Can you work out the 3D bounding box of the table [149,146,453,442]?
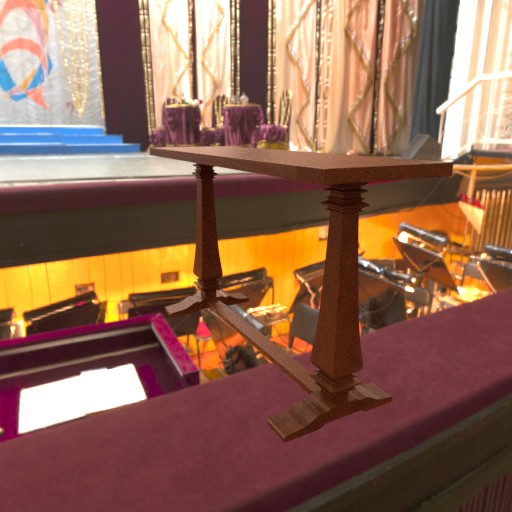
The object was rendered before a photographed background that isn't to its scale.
[{"bbox_3d":[0.000,0.000,1.877,0.461,0.852,1.478,-9,18,-28],"label":"table"}]
